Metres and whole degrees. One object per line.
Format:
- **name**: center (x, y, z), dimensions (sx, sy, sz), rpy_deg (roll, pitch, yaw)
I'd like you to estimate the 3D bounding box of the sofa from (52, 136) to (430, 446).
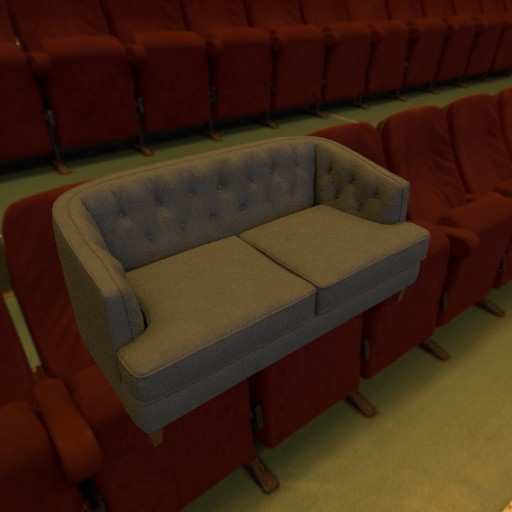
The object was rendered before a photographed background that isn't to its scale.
- **sofa**: center (0.000, 0.000, 2.246), dimensions (1.733, 0.855, 0.941), rpy_deg (-22, 37, -32)
